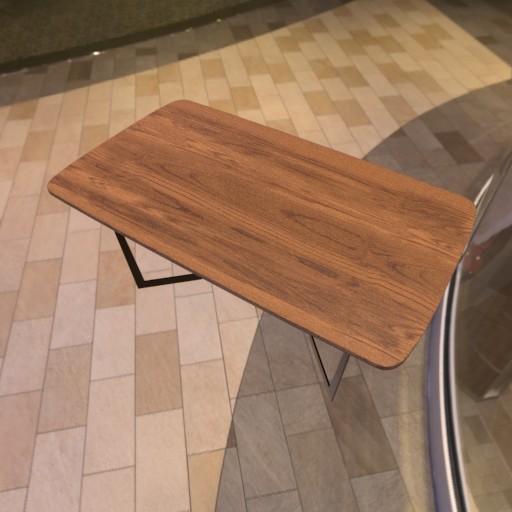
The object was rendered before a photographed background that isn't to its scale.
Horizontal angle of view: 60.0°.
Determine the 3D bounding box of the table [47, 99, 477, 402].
[{"bbox_3d":[0.000,0.000,2.139,1.643,0.765,0.949,26,52,22],"label":"table"}]
